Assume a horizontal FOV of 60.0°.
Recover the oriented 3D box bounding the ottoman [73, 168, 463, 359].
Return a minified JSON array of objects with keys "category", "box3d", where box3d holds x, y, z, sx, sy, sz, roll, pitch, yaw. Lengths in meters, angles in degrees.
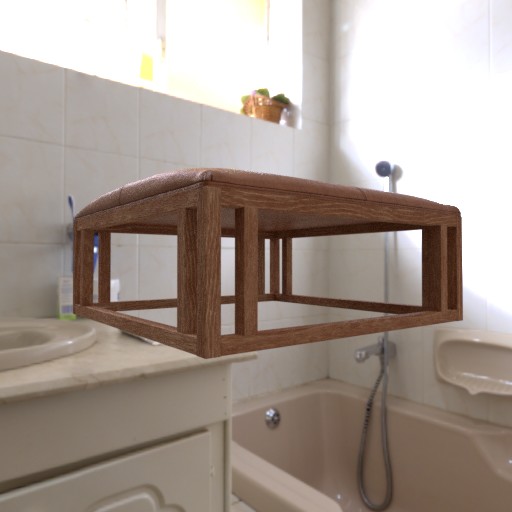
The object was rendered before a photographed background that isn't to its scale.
[{"category":"ottoman","box3d":[0.000,0.000,1.613,1.016,0.442,1.013,1,-1,-37]}]
